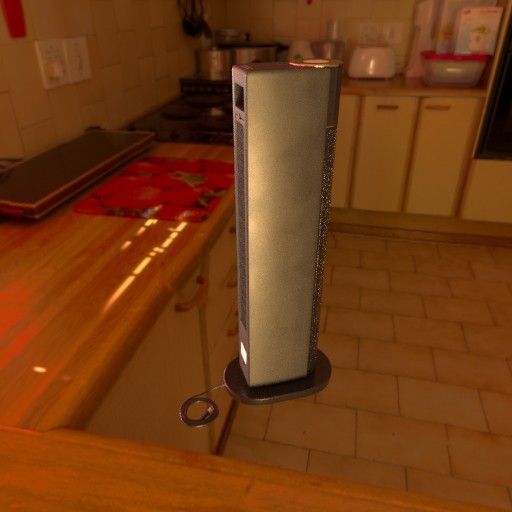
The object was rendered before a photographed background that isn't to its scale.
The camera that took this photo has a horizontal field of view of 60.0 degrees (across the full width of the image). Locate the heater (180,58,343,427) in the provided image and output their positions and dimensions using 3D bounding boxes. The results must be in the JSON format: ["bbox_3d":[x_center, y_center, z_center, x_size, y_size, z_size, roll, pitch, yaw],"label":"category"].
[{"bbox_3d":[0.000,0.000,1.071,0.458,0.856,0.214,-9,31,-16],"label":"heater"}]
